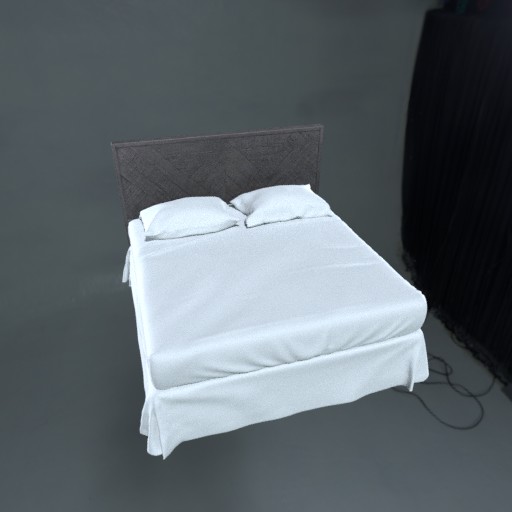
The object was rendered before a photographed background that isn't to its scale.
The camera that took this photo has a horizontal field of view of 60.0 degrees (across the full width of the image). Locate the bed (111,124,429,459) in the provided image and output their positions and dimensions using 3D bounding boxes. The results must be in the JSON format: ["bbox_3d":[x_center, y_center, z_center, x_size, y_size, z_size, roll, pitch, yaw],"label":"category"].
[{"bbox_3d":[0.000,0.000,2.887,1.772,1.142,1.785,-9,32,-15],"label":"bed"}]
